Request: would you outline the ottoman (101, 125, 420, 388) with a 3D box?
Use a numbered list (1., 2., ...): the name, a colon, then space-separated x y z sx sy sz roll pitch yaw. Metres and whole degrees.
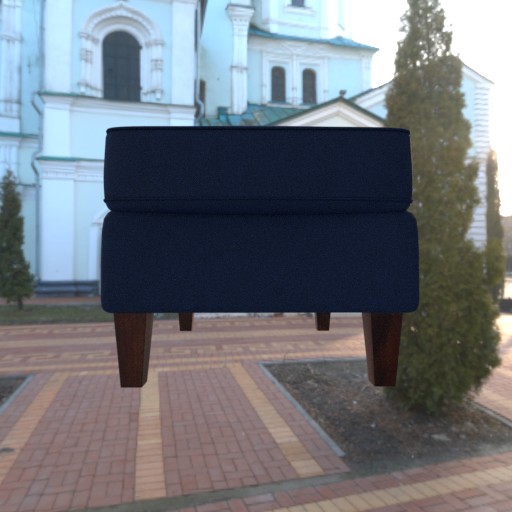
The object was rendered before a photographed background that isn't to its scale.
1. ottoman: 0.000 0.000 1.392 0.686 0.584 0.965 0 -1 -1
